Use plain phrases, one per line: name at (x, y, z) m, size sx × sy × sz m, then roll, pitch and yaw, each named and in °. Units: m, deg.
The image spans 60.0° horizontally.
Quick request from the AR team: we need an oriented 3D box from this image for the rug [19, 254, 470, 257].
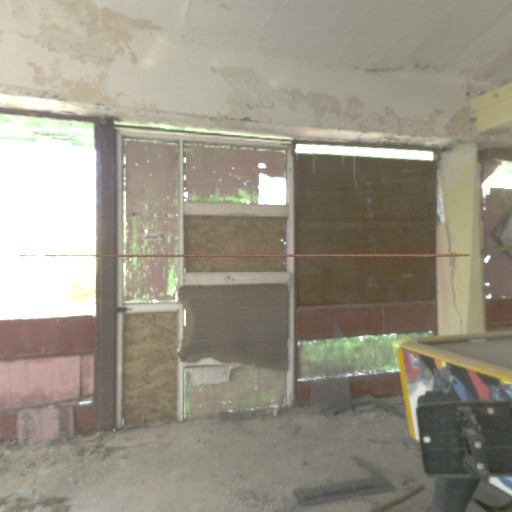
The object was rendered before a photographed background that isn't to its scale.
rug at (0.000, 0.000, 2.272) m, size 1.828 × 0.007 × 1.217 m, roll 0°, pitch 0°, yaw 18°
